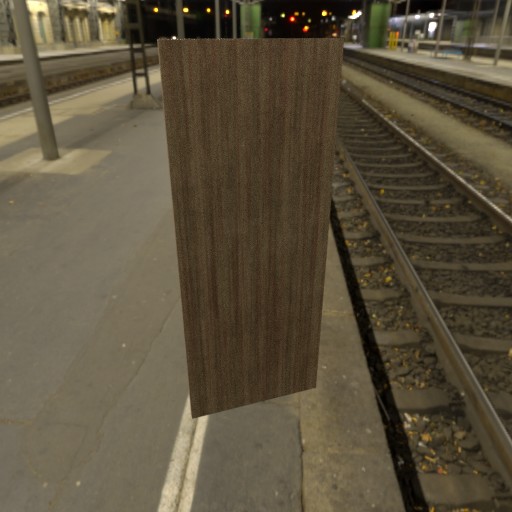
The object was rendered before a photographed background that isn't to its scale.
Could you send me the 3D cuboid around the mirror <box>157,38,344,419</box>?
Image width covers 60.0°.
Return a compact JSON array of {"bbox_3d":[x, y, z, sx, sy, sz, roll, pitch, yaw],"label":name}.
[{"bbox_3d":[0.000,0.000,2.309,0.812,2.032,0.025,-9,28,-17],"label":"mirror"}]
